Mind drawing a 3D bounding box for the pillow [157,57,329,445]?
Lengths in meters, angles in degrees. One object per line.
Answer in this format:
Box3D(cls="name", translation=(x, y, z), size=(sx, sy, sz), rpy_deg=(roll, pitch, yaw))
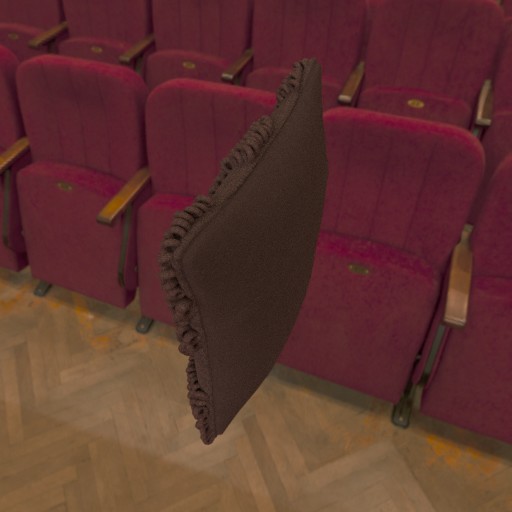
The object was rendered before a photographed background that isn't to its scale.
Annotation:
Box3D(cls="pillow", translation=(0.000, 0.000, 0.713), size=(0.172, 0.467, 0.470), rpy_deg=(16, 49, 15))
